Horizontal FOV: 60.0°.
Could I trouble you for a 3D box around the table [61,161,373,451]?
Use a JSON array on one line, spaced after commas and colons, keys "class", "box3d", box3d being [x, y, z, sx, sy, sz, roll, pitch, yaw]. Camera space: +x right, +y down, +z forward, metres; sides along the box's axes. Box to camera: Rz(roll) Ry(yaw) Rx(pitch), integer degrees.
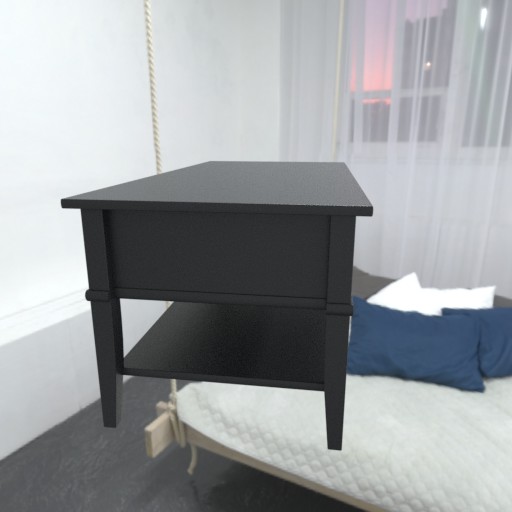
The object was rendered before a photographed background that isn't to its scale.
[{"class": "table", "box3d": [0.000, 0.000, 1.282, 0.523, 0.470, 1.044, 2, 16, 8]}]
